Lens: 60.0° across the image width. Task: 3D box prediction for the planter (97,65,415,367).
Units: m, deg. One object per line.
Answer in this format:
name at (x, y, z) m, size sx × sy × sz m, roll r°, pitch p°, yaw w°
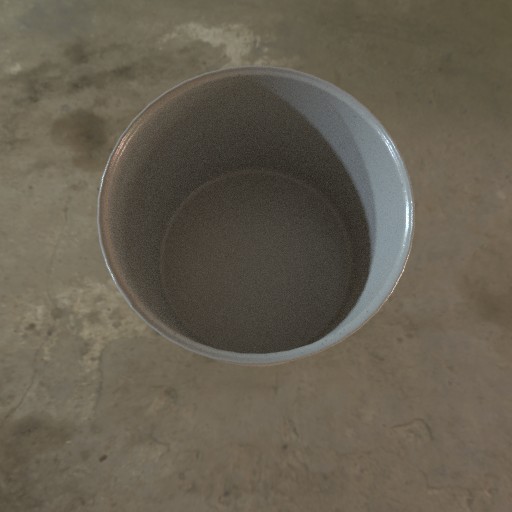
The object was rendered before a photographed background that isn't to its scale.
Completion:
planter at (0.000, 0.000, 0.267) m, size 0.130 × 0.178 × 0.130 m, roll 0°, pitch 75°, yaw 0°
